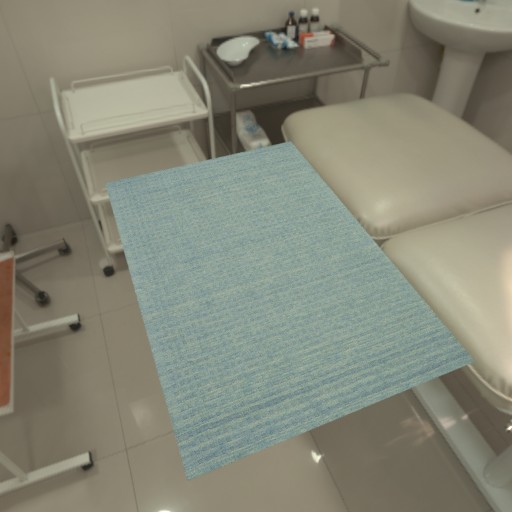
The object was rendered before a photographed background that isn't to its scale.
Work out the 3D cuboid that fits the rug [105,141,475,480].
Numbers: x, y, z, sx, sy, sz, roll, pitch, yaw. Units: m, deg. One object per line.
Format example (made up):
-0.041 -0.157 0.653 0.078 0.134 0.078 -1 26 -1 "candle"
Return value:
0.000 0.000 3.628 1.982 0.006 2.895 -16 49 -15 "rug"
